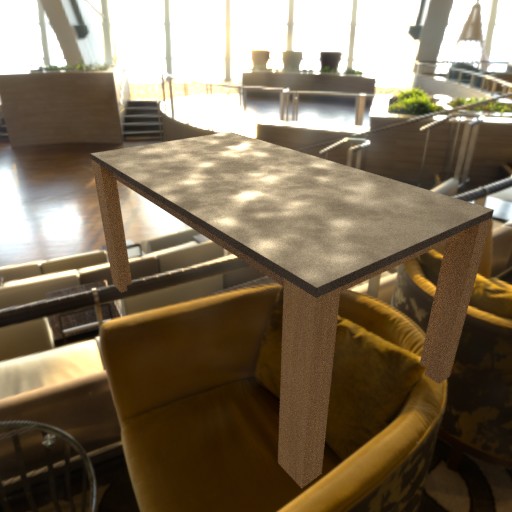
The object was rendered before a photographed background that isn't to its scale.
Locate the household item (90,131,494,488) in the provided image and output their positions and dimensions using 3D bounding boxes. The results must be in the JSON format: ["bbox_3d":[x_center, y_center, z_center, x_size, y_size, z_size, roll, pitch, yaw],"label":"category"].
[{"bbox_3d":[0.000,0.000,2.042,0.850,0.755,1.600,-19,33,-33],"label":"household item"}]
